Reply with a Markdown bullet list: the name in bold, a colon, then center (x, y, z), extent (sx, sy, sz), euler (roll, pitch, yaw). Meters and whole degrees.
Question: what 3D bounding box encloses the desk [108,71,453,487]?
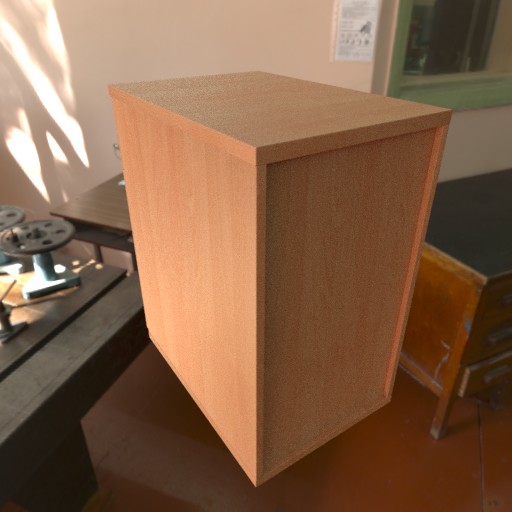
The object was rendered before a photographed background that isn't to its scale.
- **desk**: center (0.000, 0.000, 1.053), extent (0.404, 0.730, 0.600), euler (-19, 35, -29)
